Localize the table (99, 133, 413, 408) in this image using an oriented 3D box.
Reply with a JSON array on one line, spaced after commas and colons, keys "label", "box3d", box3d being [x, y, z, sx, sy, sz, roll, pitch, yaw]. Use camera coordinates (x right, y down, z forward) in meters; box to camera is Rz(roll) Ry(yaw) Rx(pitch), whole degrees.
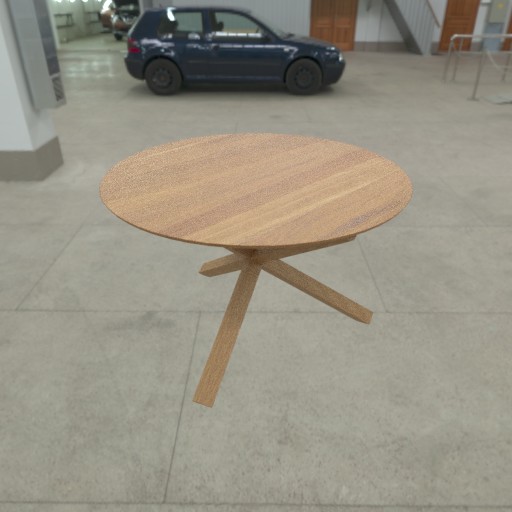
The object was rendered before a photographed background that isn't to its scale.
[{"label": "table", "box3d": [0.000, 0.000, 1.702, 1.038, 0.666, 1.038, 0, 30, 0]}]
